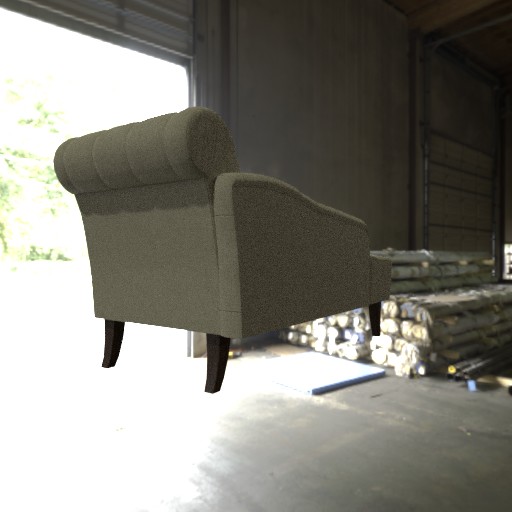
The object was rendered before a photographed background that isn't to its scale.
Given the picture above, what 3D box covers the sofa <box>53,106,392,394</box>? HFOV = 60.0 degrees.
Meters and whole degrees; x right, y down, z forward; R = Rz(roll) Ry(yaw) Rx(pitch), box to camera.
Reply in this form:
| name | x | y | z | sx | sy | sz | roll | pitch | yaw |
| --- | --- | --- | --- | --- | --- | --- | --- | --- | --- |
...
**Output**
| name | x | y | z | sx | sy | sz | roll | pitch | yaw |
| --- | --- | --- | --- | --- | --- | --- | --- | --- | --- |
| sofa | 0.000 | 0.000 | 1.789 | 0.675 | 0.787 | 1.379 | 0 | 0 | 35 |
